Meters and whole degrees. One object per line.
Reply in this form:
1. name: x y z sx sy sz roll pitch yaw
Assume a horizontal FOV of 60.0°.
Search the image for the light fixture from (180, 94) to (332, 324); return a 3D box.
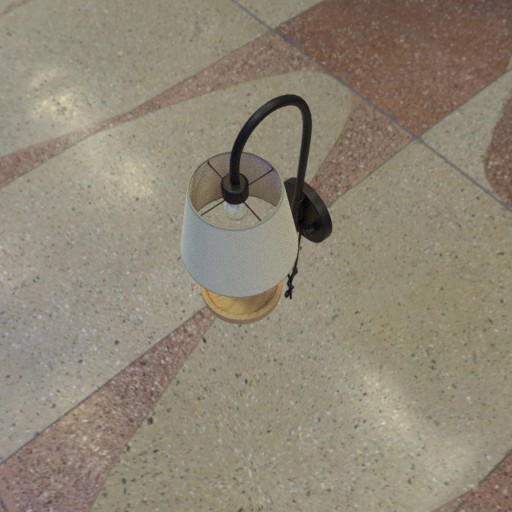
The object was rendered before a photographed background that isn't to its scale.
1. light fixture: 0.000 0.000 0.932 0.299 0.821 0.220 -35 68 -16
